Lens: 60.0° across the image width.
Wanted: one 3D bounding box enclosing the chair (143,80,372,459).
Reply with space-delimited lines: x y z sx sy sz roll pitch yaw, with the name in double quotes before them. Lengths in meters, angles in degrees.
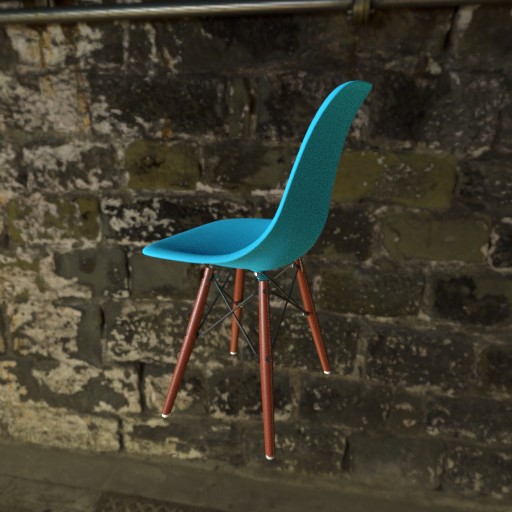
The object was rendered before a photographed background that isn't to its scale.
"chair" 0.000 0.000 1.158 0.533 0.826 0.470 7 17 24
